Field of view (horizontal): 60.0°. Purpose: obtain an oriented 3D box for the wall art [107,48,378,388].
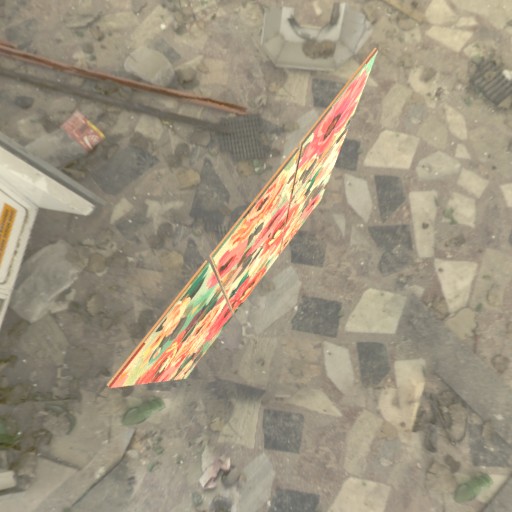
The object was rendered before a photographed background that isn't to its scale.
[{"bbox_3d":[0.000,0.000,1.802,0.013,1.220,1.216,36,78,9],"label":"wall art"}]
